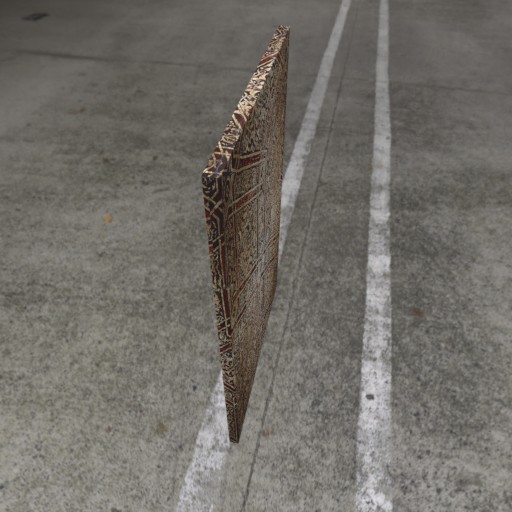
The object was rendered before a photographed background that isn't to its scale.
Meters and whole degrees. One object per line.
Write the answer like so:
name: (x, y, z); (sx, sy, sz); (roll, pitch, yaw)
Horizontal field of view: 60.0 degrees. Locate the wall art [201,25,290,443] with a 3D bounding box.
wall art: (0.000, 0.000, 1.130); (0.030, 0.904, 0.599); (9, 46, 9)
